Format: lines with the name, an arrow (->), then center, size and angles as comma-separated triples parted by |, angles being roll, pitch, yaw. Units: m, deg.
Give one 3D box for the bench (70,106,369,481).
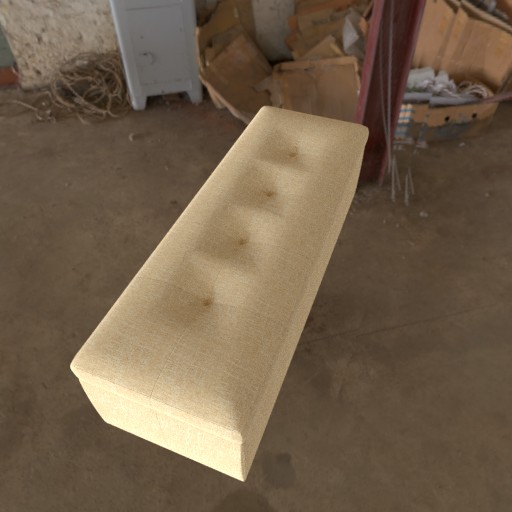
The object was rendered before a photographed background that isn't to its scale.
bench -> 0.000, 0.000, 1.439 | 0.432, 0.406, 1.219 | 16, 50, 14
